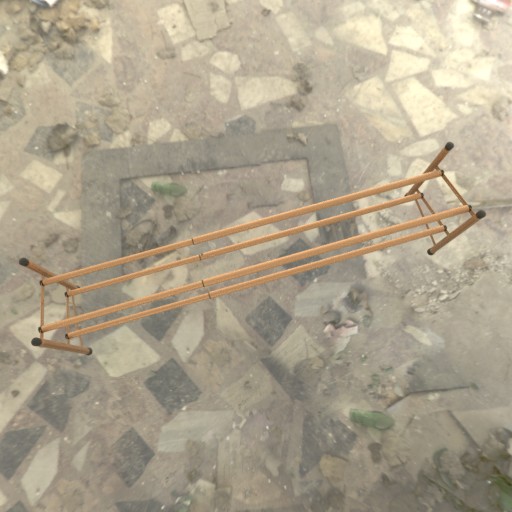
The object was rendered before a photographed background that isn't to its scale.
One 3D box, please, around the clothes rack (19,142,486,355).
[{"bbox_3d":[0.000,0.000,1.282,1.168,0.349,0.229,-16,75,-4],"label":"clothes rack"}]
